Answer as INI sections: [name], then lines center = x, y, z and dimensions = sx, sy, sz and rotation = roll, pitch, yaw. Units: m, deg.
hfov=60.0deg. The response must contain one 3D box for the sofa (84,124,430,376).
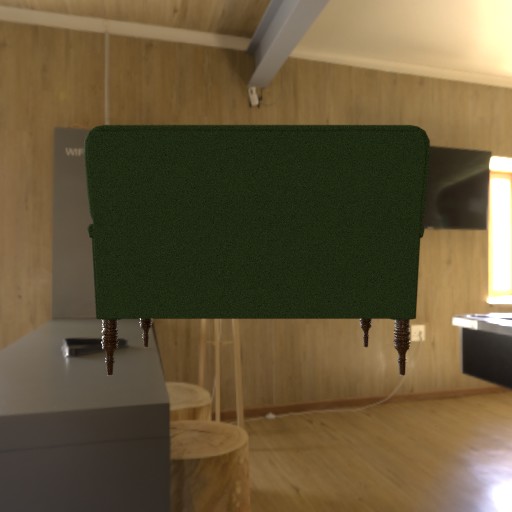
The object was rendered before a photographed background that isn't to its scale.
[sofa]
center = 0.000, 0.000, 1.881
dimensions = 1.297, 0.889, 0.779
rotation = 0, -1, 0
